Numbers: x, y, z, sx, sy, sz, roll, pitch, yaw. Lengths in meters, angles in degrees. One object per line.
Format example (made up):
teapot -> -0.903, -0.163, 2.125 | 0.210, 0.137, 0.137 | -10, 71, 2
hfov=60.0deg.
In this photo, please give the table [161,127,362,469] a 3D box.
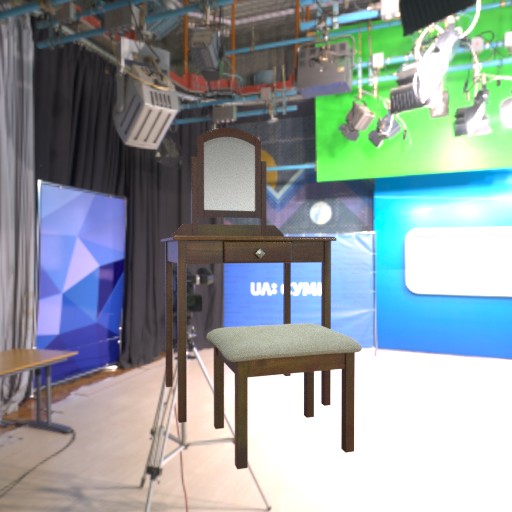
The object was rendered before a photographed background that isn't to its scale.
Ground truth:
table -> 0.000, 0.000, 2.328 | 0.876, 1.631, 1.211 | 0, 1, -17
